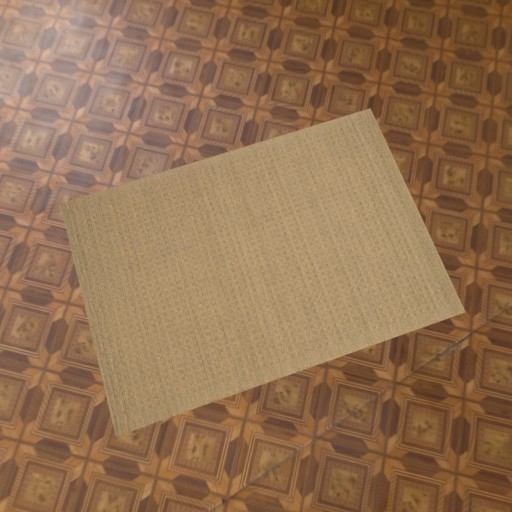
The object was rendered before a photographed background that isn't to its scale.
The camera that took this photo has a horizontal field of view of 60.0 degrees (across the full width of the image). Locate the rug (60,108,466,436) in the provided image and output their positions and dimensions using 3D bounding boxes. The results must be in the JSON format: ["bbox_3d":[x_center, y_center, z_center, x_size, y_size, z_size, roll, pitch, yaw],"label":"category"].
[{"bbox_3d":[0.000,0.000,3.697,2.895,0.006,1.981,-18,75,-5],"label":"rug"}]
